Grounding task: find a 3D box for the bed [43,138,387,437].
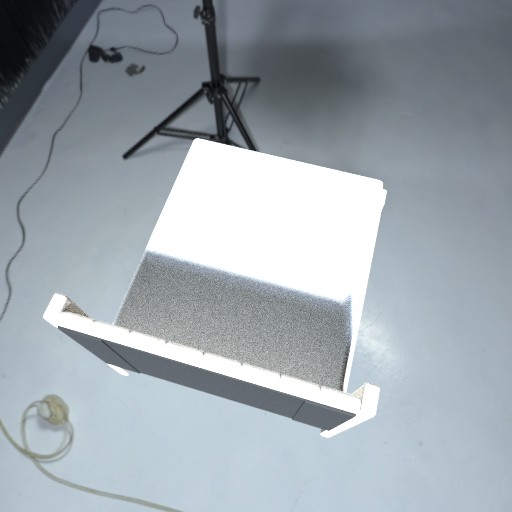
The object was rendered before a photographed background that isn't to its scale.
[{"bbox_3d":[0.000,0.000,3.824,2.045,1.743,2.370,15,65,7],"label":"bed"}]
